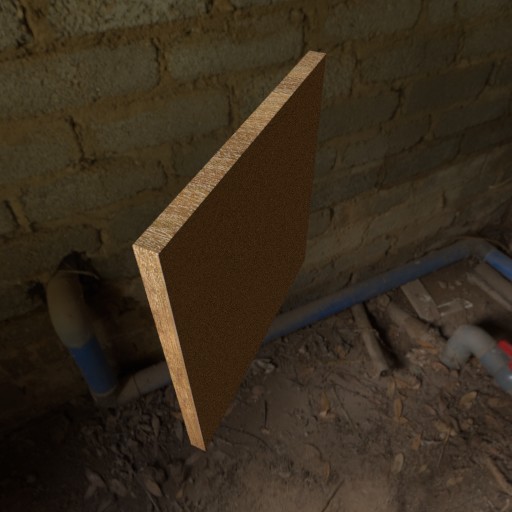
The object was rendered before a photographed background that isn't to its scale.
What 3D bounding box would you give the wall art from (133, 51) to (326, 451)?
[{"bbox_3d":[0.000,0.000,0.917,0.042,0.608,0.611,18,49,17],"label":"wall art"}]
